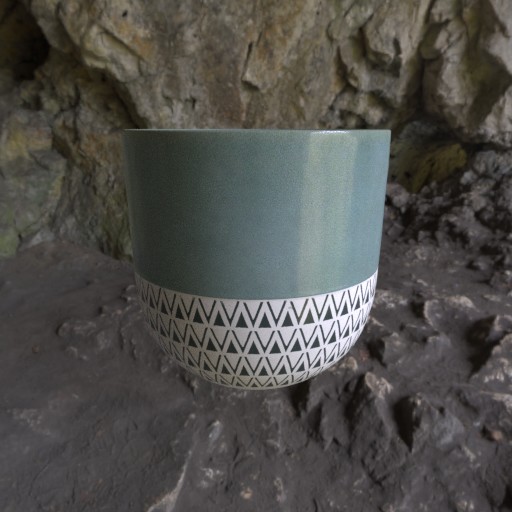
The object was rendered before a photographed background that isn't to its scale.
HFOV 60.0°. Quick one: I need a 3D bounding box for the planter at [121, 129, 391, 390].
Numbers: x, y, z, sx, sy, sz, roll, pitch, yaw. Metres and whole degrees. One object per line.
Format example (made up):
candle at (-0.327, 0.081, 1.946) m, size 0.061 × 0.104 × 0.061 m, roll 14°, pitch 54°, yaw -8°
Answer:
planter at (0.000, 0.000, 0.491) m, size 0.266 × 0.270 × 0.266 m, roll 0°, pitch 16°, yaw 0°
